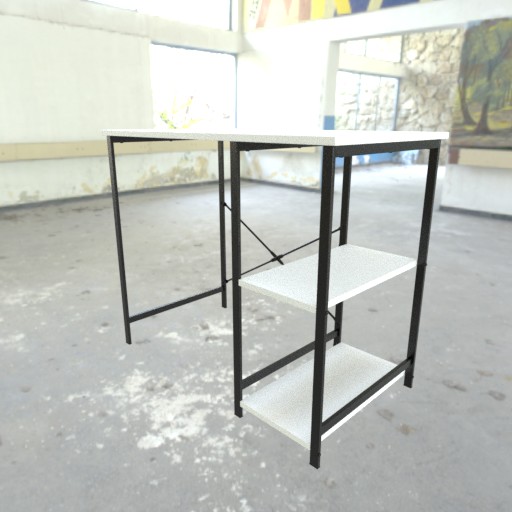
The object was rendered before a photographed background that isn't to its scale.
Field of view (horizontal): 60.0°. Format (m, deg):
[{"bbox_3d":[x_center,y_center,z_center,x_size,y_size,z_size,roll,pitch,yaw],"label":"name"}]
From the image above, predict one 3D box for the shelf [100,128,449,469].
[{"bbox_3d":[0.000,0.000,1.381,0.902,0.750,0.498,16,23,43],"label":"shelf"}]
